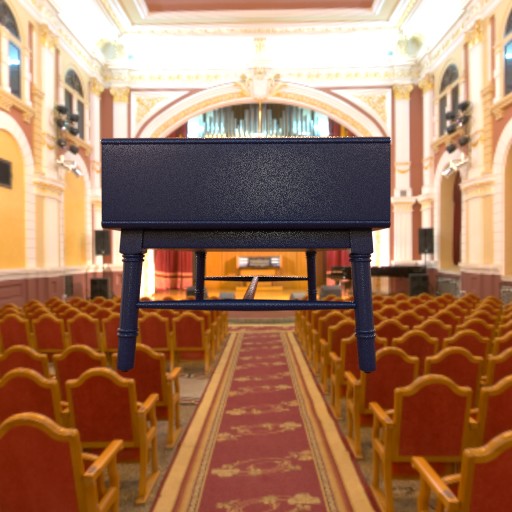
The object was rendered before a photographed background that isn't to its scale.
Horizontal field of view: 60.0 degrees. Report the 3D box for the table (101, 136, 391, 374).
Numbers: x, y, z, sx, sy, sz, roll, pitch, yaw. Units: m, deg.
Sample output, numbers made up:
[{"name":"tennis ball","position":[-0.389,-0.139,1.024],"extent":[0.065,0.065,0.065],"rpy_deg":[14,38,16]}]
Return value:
[{"name":"table","position":[0.000,0.000,1.374],"extent":[0.572,0.457,1.067],"rpy_deg":[0,0,1]}]
